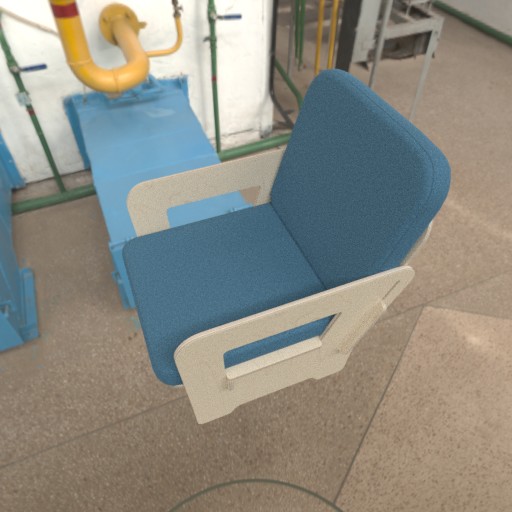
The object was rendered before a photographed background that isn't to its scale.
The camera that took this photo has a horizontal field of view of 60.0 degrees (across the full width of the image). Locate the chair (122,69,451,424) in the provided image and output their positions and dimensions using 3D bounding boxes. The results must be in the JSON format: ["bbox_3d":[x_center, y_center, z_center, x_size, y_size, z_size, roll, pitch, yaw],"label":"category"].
[{"bbox_3d":[0.000,0.000,1.164,0.657,0.747,0.547,-17,50,-15],"label":"chair"}]
